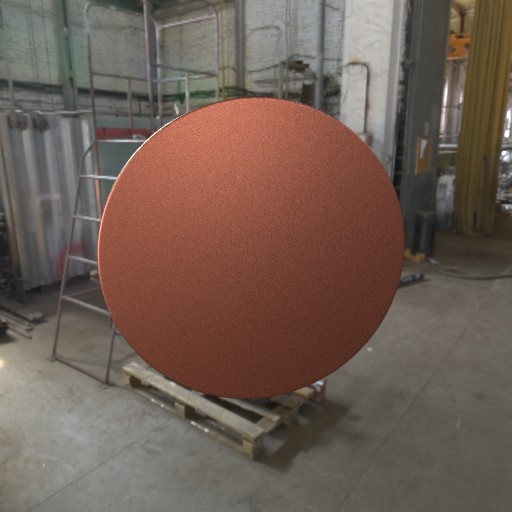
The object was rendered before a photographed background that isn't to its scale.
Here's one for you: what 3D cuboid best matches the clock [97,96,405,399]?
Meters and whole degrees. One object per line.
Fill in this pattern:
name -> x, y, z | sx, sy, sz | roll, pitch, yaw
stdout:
clock -> 0.000, 0.000, 0.466 | 0.313, 0.313, 0.040 | -2, 14, -9
